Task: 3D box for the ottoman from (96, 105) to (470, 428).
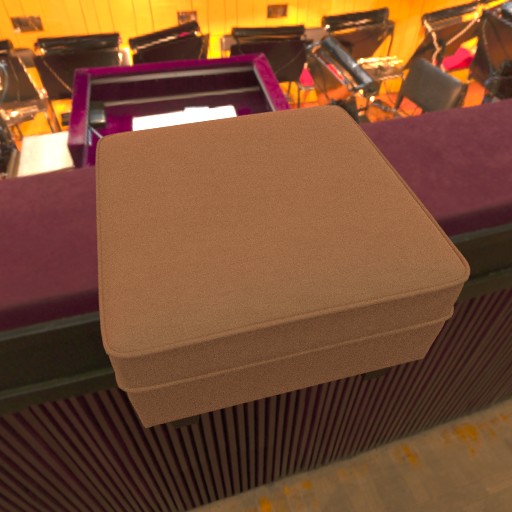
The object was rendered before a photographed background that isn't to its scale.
[{"bbox_3d":[0.000,0.000,1.002,0.616,0.438,0.613,-11,48,-10],"label":"ottoman"}]
